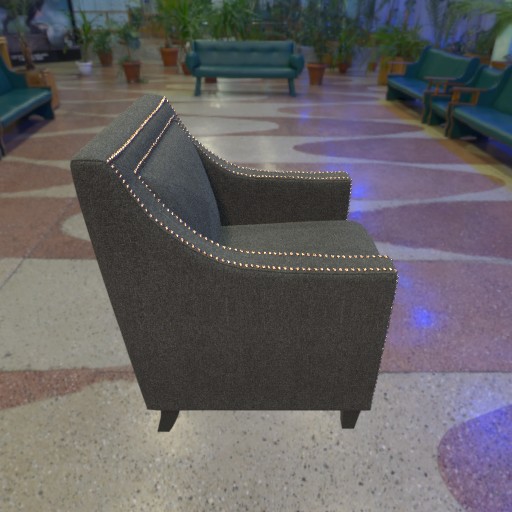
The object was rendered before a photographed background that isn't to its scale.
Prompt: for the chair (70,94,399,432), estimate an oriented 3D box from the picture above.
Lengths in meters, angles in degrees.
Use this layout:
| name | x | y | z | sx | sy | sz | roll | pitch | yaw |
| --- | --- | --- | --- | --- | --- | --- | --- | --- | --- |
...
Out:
| name | x | y | z | sx | sy | sz | roll | pitch | yaw |
| --- | --- | --- | --- | --- | --- | --- | --- | --- | --- |
| chair | 0.000 | 0.000 | 1.578 | 0.884 | 0.967 | 0.776 | 0 | 31 | 0 |
